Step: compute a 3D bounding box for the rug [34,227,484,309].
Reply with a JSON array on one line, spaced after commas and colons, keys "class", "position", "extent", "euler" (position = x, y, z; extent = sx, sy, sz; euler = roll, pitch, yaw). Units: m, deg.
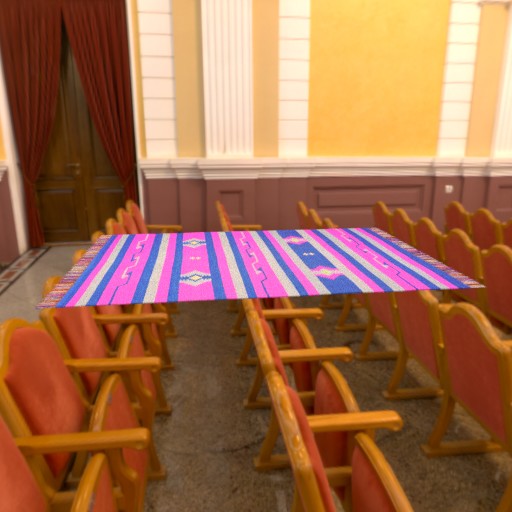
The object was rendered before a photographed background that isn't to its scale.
[{"class": "rug", "position": [0.000, 0.000, 2.983], "extent": [2.350, 0.013, 1.539], "euler": [-2, 16, -7]}]
